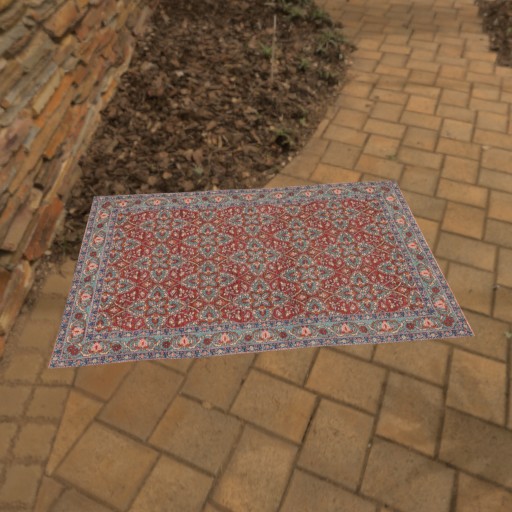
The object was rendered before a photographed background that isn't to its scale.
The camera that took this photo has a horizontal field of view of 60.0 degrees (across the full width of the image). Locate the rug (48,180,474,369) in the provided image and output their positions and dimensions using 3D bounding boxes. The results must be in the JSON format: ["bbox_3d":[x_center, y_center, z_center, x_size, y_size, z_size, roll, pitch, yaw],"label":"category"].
[{"bbox_3d":[0.000,0.000,3.051,2.439,0.011,1.533,-4,46,-3],"label":"rug"}]
